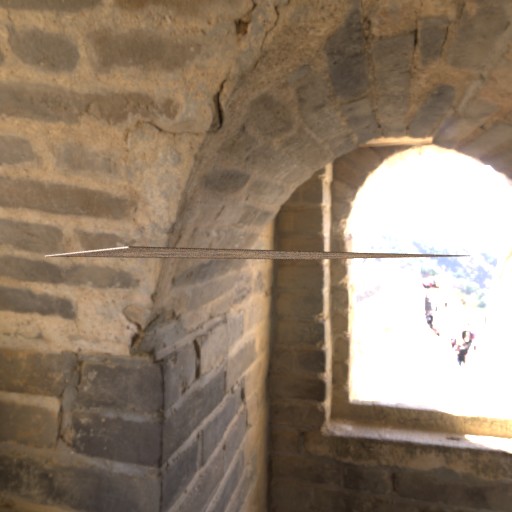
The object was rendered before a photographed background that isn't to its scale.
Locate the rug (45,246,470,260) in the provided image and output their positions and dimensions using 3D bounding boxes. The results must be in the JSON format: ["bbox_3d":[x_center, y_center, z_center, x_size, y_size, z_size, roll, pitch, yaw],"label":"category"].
[{"bbox_3d":[0.000,0.000,2.860,2.227,0.008,1.611,1,-2,-35],"label":"rug"}]
